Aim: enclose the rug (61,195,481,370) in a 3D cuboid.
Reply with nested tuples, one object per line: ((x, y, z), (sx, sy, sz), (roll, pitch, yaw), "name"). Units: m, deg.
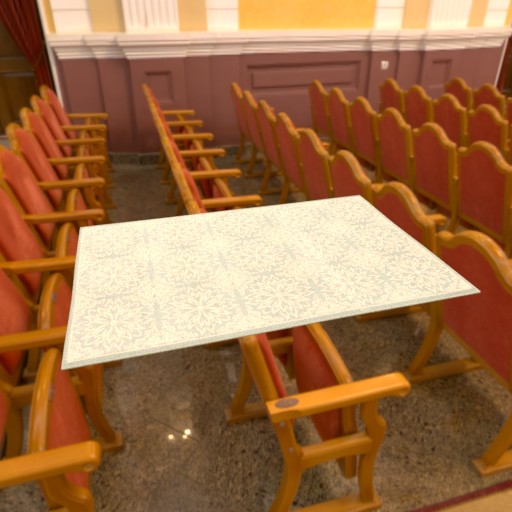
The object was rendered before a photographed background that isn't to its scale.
((0.000, 0.000, 2.358), (1.840, 0.012, 1.219), (-8, 31, -14), "rug")
